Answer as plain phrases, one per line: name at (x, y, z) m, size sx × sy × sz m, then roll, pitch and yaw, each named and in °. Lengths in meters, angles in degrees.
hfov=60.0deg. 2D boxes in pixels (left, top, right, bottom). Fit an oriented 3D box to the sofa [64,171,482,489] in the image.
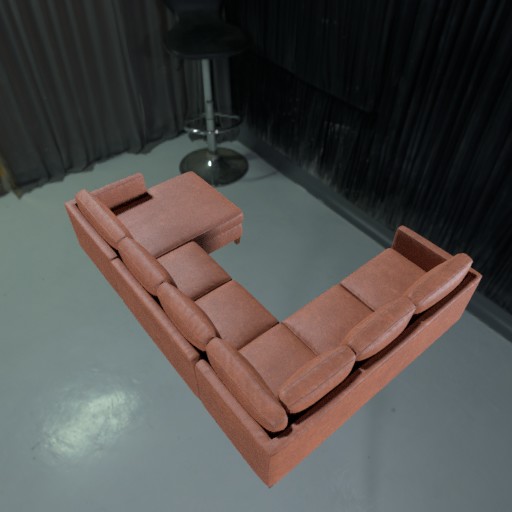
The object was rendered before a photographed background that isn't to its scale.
sofa at (0.000, 0.000, 4.584) m, size 2.593 × 0.923 × 3.460 m, roll -30°, pitch 53°, yaw -26°
